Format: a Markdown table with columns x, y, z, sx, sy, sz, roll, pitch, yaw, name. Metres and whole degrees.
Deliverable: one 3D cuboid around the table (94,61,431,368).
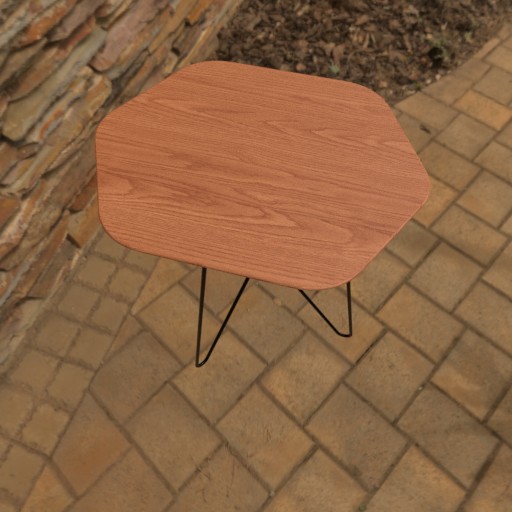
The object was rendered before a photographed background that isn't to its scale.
| x | y | z | sx | sy | sz | roll | pitch | yaw | name |
| --- | --- | --- | --- | --- | --- | --- | --- | --- | --- |
| 0.000 | 0.000 | 0.884 | 0.500 | 0.562 | 0.400 | 13 | 59 | 8 | table |
